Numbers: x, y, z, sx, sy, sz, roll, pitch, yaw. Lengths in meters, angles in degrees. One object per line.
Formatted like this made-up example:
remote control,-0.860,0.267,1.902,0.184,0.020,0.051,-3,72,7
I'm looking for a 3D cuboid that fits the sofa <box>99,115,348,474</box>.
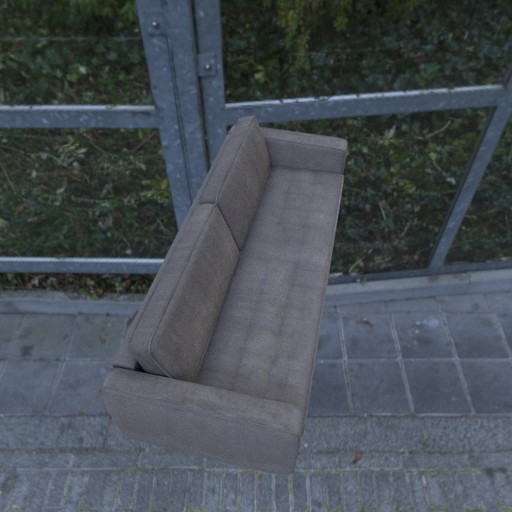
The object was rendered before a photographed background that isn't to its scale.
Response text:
sofa,0.000,0.000,2.743,0.923,0.813,2.295,10,48,9
